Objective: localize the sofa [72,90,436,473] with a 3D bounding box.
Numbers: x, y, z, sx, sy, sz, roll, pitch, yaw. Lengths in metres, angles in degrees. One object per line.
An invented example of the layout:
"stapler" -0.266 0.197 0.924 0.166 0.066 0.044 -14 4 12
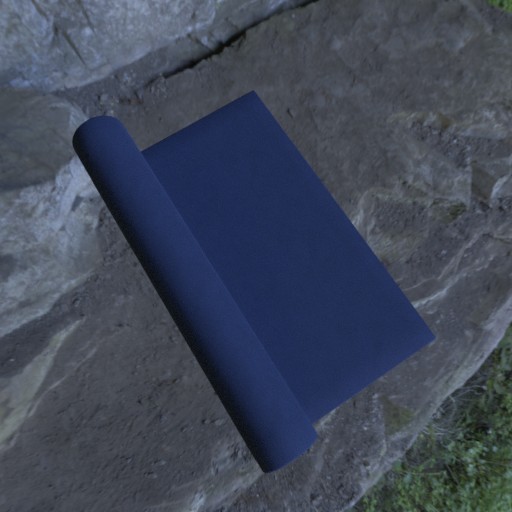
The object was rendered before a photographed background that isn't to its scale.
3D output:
"sofa" 0.000 0.000 1.653 0.762 0.660 1.219 -32 77 -8
